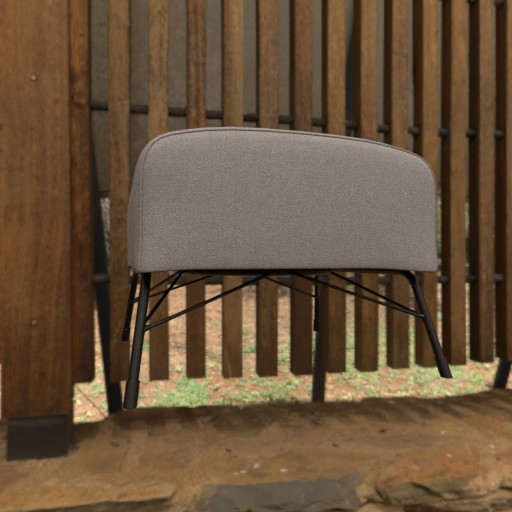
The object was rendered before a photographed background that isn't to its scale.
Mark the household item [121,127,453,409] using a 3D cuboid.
[{"bbox_3d":[0.000,0.000,0.914,0.530,0.410,0.530,0,-1,-17],"label":"household item"}]
